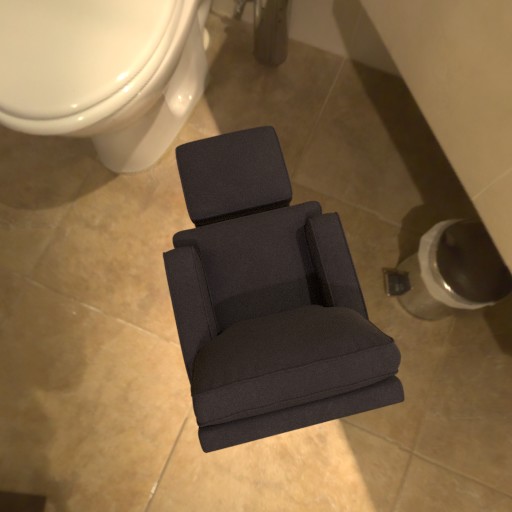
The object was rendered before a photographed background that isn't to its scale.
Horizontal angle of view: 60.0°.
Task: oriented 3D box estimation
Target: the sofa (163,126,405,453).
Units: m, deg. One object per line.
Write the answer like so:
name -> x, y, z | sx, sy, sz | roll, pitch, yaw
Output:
sofa -> 0.000, 0.000, 2.086 | 0.861, 0.959, 1.472 | -13, 76, -3
